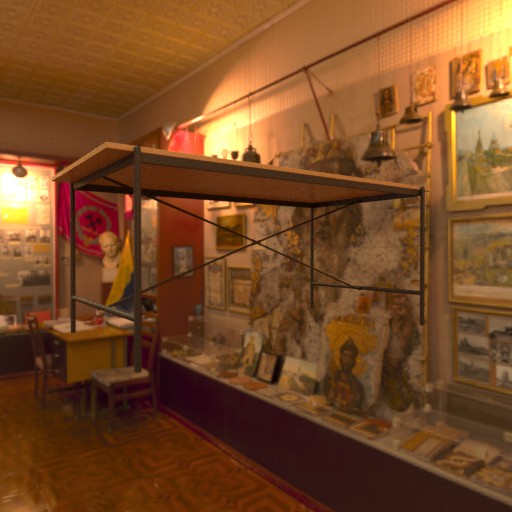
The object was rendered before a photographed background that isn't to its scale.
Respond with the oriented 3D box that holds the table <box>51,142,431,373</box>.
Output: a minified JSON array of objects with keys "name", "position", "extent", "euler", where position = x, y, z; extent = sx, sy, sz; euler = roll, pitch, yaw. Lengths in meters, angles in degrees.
[{"name":"table","position":[0.000,0.000,2.305],"extent":[1.800,0.758,0.900],"euler":[0,1,-36]}]
